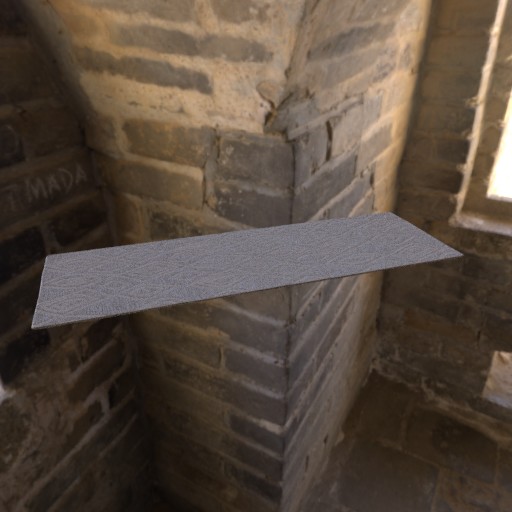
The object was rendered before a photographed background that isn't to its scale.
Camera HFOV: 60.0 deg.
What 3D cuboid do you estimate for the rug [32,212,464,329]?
[{"bbox_3d":[0.000,0.000,2.711,2.436,0.013,0.807,-8,27,-16],"label":"rug"}]
